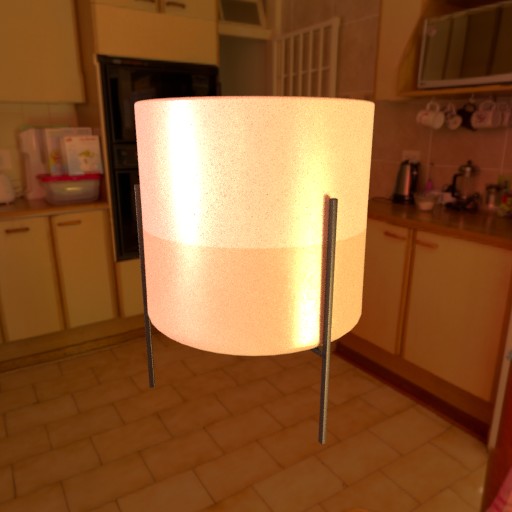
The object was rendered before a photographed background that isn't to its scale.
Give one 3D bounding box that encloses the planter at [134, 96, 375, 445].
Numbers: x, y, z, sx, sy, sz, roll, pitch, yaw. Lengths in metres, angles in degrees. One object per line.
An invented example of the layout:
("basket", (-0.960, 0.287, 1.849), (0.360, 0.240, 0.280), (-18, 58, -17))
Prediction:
("planter", (0.000, 0.000, 0.745), (0.359, 0.484, 0.368), (8, 18, 26))
